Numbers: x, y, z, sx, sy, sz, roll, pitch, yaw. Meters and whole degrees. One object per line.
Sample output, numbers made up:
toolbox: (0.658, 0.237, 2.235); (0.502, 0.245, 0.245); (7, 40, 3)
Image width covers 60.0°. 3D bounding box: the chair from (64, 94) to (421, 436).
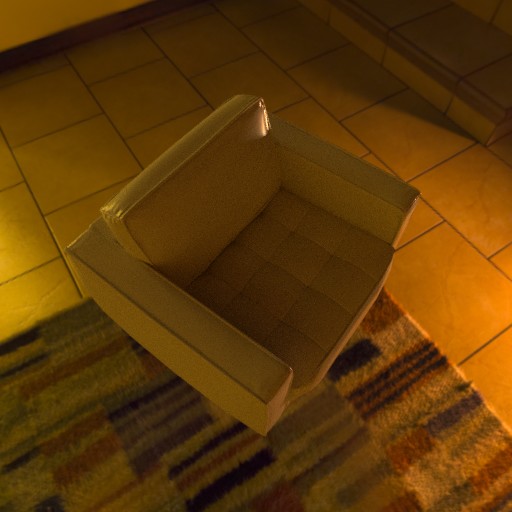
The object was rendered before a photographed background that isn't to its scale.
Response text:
chair: (0.000, 0.000, 1.572); (0.843, 0.773, 0.928); (33, 64, 19)
